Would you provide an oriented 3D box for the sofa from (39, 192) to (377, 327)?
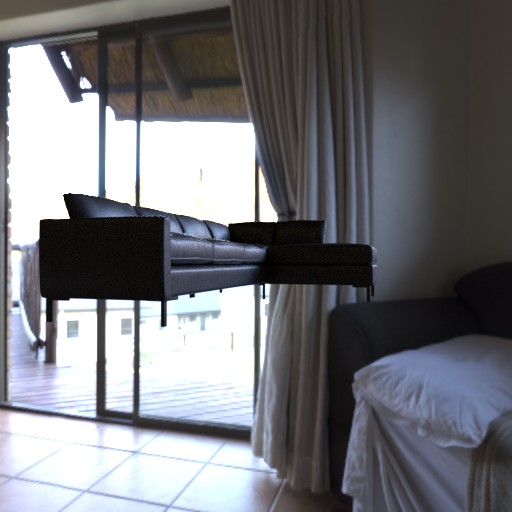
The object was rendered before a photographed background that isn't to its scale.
[{"bbox_3d":[0.000,0.000,3.907,1.938,0.877,2.984,0,-1,18],"label":"sofa"}]
